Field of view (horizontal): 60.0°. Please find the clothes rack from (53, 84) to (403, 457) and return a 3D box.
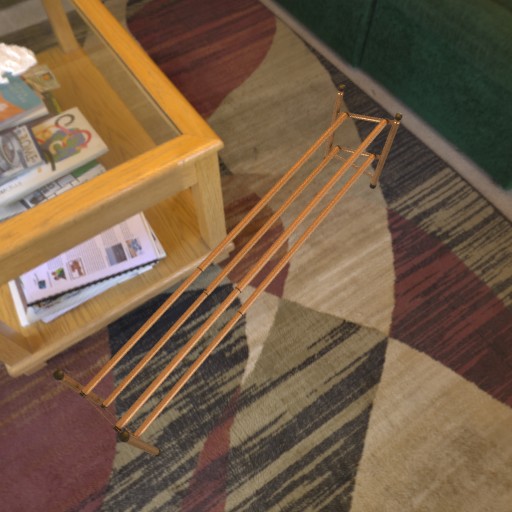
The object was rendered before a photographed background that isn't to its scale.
[{"bbox_3d":[0.000,0.000,1.303,0.229,0.349,1.168,34,67,17],"label":"clothes rack"}]
